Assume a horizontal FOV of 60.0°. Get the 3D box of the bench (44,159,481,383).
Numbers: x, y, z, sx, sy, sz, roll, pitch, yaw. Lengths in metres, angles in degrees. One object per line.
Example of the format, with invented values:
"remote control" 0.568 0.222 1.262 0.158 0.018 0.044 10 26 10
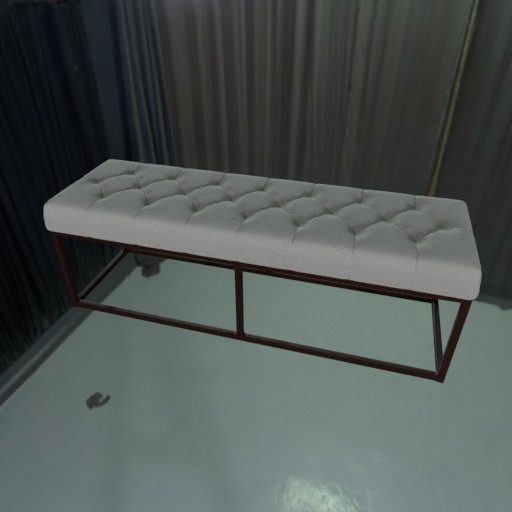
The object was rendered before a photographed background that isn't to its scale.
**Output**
"bench" 0.000 0.000 1.721 1.488 0.488 0.479 9 35 13
